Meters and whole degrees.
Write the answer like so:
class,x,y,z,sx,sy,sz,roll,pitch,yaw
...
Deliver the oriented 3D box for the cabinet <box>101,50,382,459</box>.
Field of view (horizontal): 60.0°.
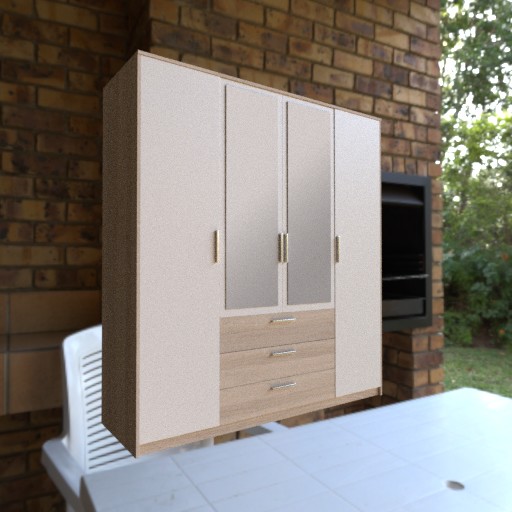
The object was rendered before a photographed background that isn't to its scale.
class,x,y,z,sx,sy,sz,roll,pitch,yaw
cabinet,0.000,0.000,3.003,1.870,2.060,0.620,1,-1,-35
